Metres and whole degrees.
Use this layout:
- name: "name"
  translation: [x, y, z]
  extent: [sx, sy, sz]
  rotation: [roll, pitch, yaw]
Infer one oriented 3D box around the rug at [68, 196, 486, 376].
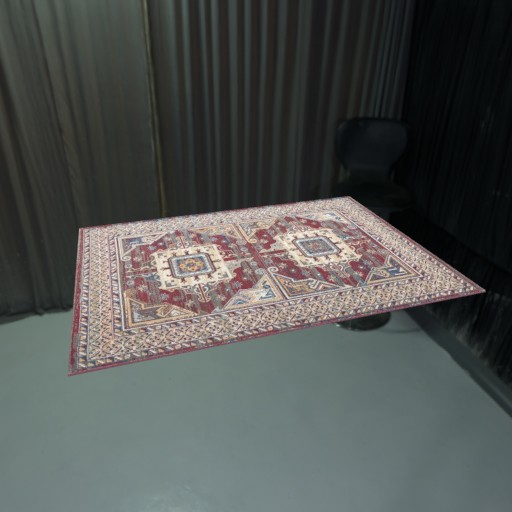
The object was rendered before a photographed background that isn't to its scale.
- name: "rug"
  translation: [0.000, 0.000, 2.876]
  extent: [2.210, 0.011, 1.599]
  rotation: [-9, 29, -16]
